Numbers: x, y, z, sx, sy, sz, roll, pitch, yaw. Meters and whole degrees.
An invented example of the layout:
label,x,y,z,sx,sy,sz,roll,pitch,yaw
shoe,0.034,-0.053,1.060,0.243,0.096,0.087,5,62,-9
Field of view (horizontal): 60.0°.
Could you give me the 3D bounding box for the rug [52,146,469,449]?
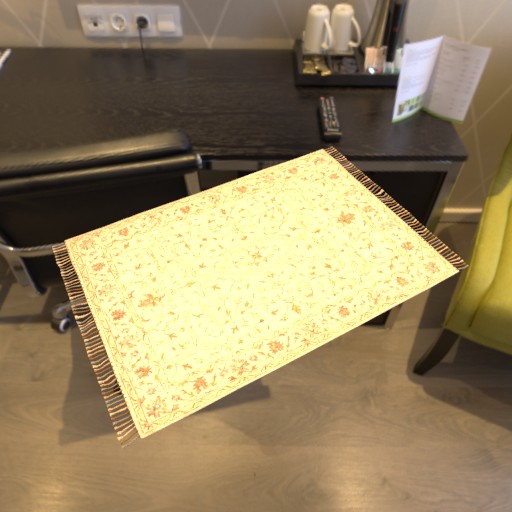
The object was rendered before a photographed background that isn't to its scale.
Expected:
label,x,y,z,sx,sy,sz,roll,pitch,yaw
rug,0.000,0.000,2.336,1.861,0.017,1.218,-23,53,-19
